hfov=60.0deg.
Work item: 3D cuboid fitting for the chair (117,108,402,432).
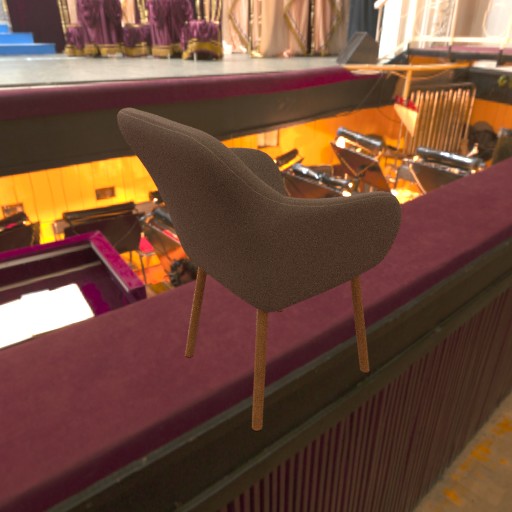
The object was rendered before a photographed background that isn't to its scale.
[{"bbox_3d":[0.000,0.000,1.252,0.590,0.830,0.570,-19,33,-32],"label":"chair"}]
